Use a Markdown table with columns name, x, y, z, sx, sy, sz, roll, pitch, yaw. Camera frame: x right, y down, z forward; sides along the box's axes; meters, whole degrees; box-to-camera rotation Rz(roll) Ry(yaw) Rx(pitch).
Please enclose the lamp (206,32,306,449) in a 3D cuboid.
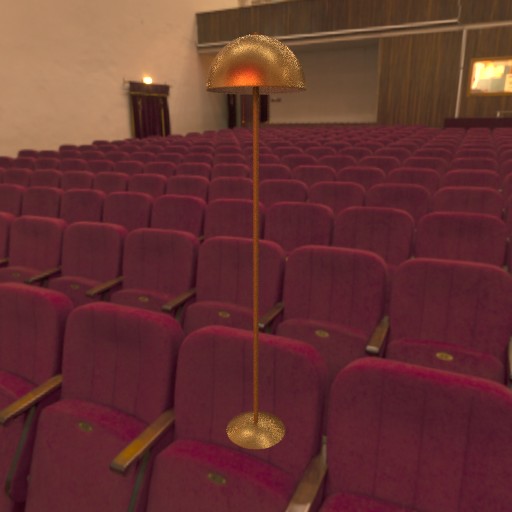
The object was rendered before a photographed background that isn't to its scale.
| name | x | y | z | sx | sy | sz | roll | pitch | yaw |
| --- | --- | --- | --- | --- | --- | --- | --- | --- | --- |
| lamp | 0.000 | 0.000 | 1.616 | 0.328 | 1.480 | 0.328 | 8 | 18 | 25 |
